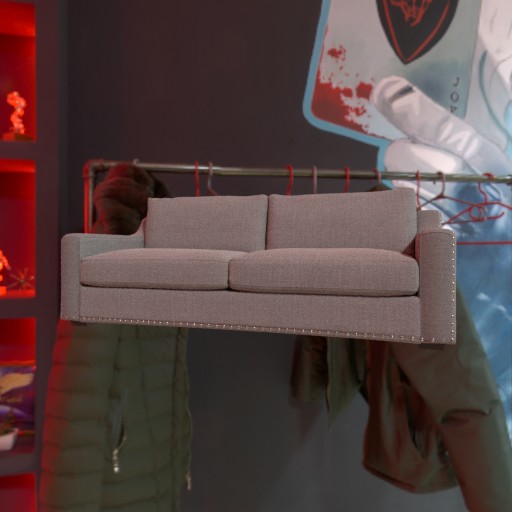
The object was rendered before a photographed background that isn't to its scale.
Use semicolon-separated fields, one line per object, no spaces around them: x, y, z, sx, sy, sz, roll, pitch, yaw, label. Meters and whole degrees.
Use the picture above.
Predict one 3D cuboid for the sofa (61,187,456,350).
0.000;0.000;2.774;2.208;0.857;1.000;0;1;19;sofa
